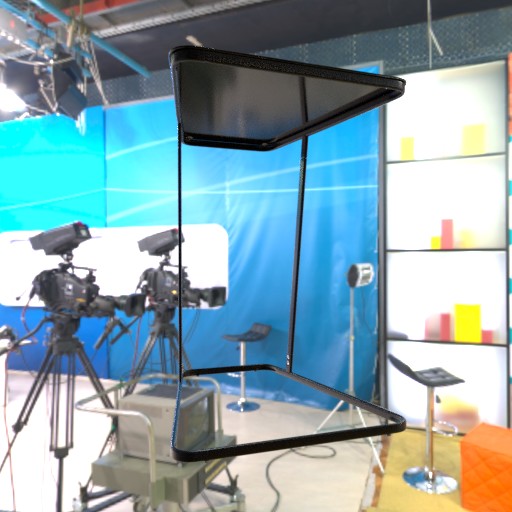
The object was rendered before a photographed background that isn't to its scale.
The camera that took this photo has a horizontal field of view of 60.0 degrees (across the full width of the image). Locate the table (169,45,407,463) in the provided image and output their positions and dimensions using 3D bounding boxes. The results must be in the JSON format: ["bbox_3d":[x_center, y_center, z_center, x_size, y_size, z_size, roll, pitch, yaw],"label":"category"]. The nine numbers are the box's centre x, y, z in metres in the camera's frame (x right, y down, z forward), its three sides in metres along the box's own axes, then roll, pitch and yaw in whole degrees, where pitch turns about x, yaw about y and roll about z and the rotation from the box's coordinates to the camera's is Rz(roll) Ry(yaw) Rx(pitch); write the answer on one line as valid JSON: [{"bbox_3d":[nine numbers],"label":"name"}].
[{"bbox_3d":[0.000,0.000,0.952,0.427,0.624,0.500,0,-1,-18],"label":"table"}]
